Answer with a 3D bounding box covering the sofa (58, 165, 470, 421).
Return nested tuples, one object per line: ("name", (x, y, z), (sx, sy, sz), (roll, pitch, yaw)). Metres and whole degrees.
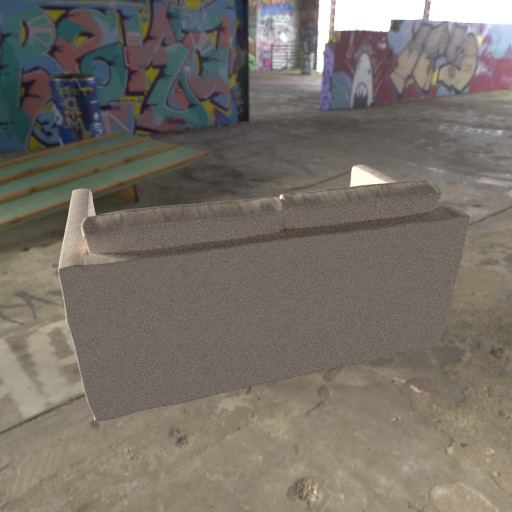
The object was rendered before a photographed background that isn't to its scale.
("sofa", (0.000, 0.000, 2.261), (1.746, 0.834, 0.962), (-8, 27, -16))
